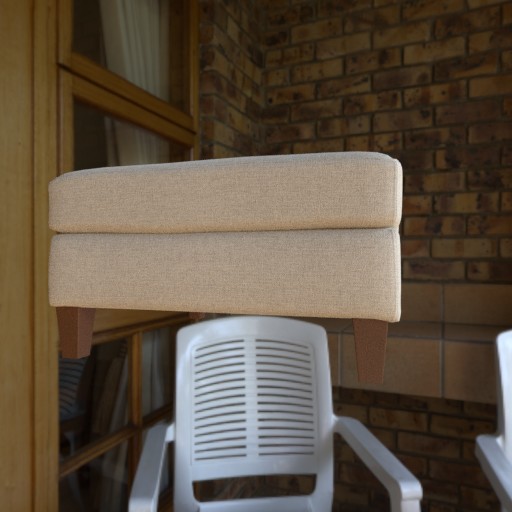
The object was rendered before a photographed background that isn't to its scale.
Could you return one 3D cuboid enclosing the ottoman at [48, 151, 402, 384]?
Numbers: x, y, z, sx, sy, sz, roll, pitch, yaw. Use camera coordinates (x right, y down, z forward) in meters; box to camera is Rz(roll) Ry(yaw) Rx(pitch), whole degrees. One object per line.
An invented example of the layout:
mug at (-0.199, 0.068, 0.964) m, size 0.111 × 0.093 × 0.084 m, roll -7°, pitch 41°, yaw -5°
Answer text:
ottoman at (0.000, 0.000, 1.352) m, size 0.838 × 0.503 × 0.838 m, roll 0°, pitch 0°, yaw 17°
